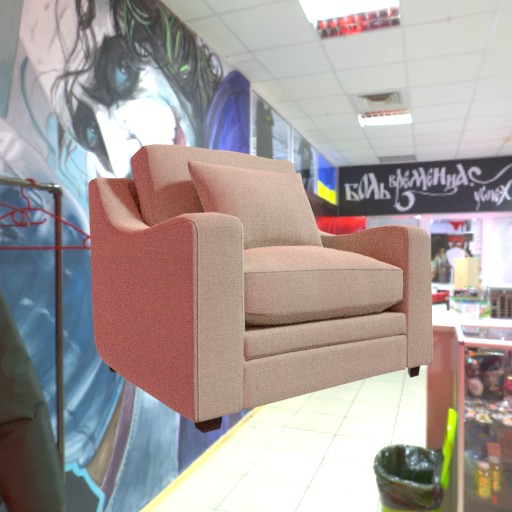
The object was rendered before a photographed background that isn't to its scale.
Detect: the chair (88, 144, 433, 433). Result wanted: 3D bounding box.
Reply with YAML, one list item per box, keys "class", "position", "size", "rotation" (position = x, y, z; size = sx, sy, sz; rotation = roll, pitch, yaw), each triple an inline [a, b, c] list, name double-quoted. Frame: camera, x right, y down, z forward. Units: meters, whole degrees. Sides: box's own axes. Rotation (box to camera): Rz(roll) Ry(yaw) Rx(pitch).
- class: "chair"
  position: [0.000, 0.000, 1.945]
  size: [1.178, 1.016, 1.009]
  rotation: [0, 0, -36]
